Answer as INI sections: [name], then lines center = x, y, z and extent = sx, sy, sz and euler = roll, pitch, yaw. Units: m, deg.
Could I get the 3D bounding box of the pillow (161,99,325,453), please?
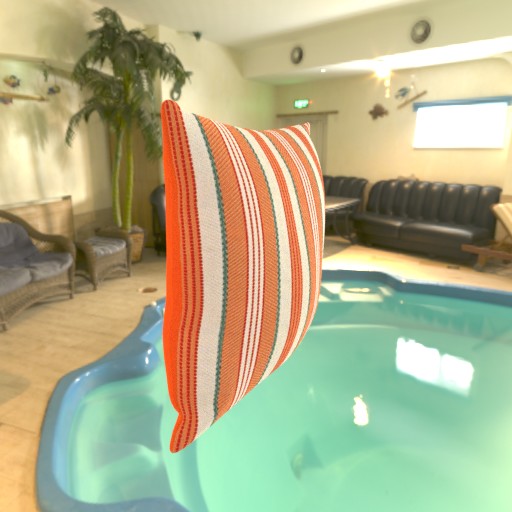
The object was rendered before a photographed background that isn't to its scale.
[pillow]
center = 0.000, 0.000, 0.708
extent = 0.182, 0.441, 0.440
euler = 7, 16, 27
